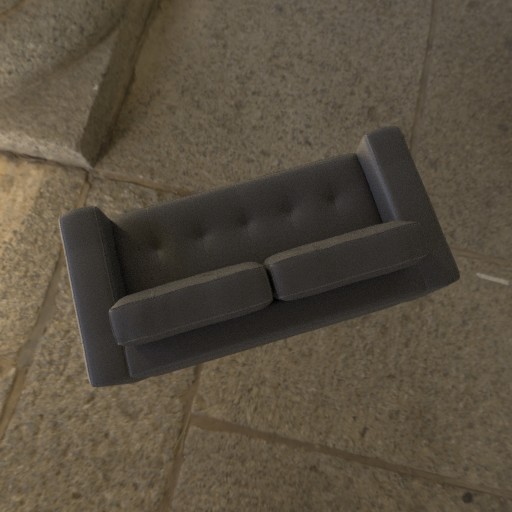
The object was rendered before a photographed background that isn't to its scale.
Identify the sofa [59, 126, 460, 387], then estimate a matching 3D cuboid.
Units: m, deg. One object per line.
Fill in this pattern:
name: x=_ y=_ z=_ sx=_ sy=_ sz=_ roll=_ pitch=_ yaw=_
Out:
sofa: x=0.000 y=0.000 z=2.203 sx=1.726 sy=0.892 sz=0.833 roll=-16 pitch=76 yaw=-4
